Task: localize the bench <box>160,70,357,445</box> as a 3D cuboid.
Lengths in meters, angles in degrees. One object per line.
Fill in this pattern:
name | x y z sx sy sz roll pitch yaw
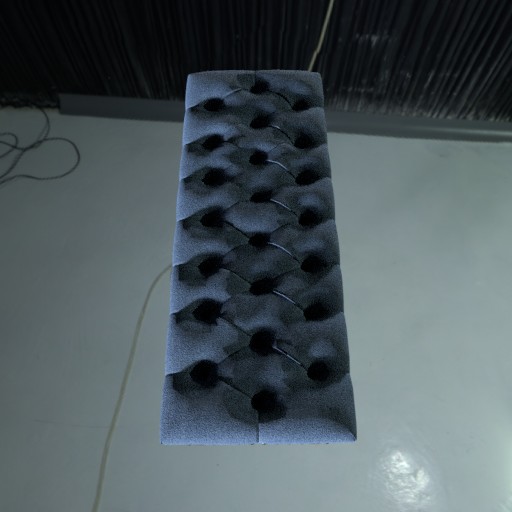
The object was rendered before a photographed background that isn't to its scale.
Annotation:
bench | 0.000 0.000 1.321 0.417 0.492 1.052 0 64 0
